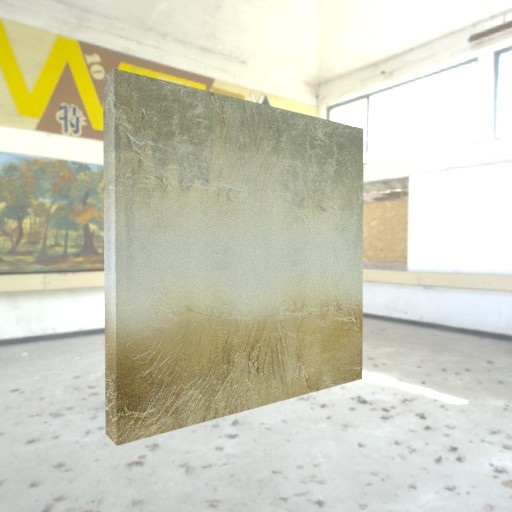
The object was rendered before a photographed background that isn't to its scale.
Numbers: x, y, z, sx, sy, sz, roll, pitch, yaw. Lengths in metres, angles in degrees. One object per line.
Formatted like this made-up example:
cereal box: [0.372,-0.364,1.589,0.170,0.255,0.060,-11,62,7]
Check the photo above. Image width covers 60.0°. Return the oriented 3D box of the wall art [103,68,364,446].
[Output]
wall art: [0.000,0.000,0.613,0.405,0.407,0.038,-1,2,-37]
